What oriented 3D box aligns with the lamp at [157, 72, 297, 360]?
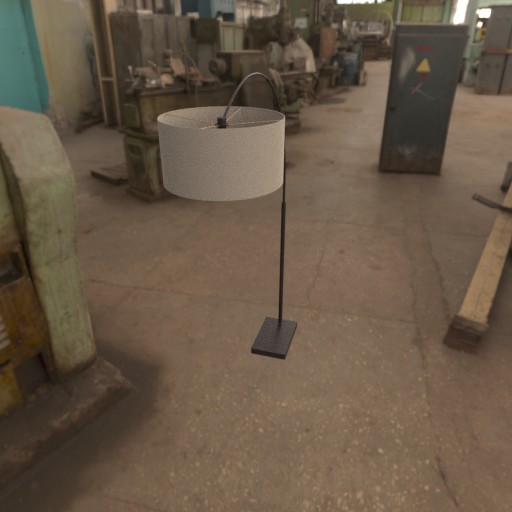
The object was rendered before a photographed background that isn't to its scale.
[{"bbox_3d":[0.000,0.000,2.509,0.493,1.927,1.424,8,28,15],"label":"lamp"}]
